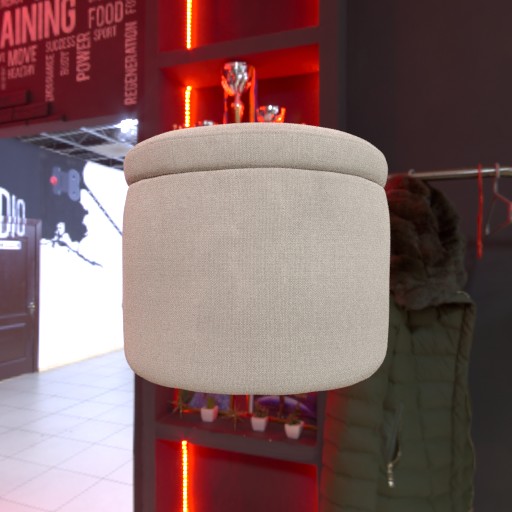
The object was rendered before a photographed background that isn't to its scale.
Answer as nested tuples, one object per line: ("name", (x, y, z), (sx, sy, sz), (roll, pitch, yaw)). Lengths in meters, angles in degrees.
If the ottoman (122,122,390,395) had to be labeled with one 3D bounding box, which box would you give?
("ottoman", (0.000, 0.000, 0.860), (0.497, 0.409, 0.497), (0, -1, 0))
